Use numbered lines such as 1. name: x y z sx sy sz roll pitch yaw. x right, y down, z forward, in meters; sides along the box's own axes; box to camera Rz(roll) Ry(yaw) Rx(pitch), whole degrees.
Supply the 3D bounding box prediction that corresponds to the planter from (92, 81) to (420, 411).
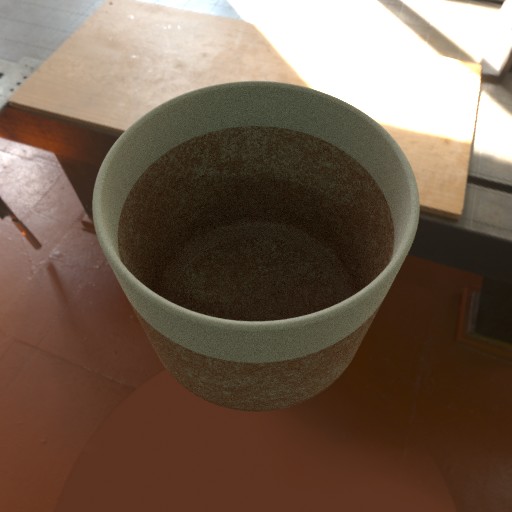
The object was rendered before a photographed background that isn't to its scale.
1. planter: 0.000 0.000 0.275 0.159 0.138 0.159 0 57 0
